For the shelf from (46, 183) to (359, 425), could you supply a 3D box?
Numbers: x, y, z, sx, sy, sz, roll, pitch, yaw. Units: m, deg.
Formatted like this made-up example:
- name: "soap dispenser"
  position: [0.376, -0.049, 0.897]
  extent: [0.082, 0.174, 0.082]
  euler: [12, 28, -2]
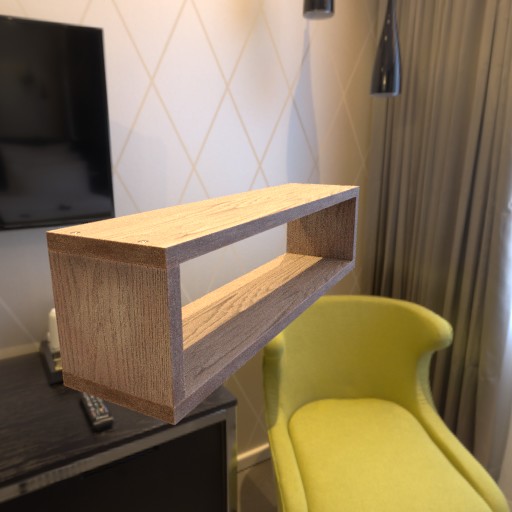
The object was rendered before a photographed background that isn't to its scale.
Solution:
- name: "shelf"
  position: [0.000, 0.000, 0.687]
  extent: [0.150, 0.170, 0.610]
  euler: [7, 16, 27]
